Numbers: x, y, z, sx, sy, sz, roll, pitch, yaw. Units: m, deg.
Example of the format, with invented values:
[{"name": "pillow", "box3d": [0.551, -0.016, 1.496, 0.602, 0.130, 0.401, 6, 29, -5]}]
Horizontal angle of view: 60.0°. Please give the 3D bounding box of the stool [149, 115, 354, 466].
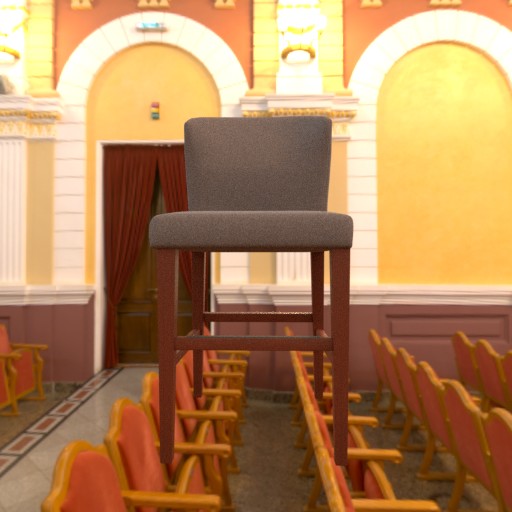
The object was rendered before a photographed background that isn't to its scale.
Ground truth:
[{"name": "stool", "box3d": [0.000, 0.000, 1.283, 0.481, 0.968, 0.568, 0, 0, 2]}]
